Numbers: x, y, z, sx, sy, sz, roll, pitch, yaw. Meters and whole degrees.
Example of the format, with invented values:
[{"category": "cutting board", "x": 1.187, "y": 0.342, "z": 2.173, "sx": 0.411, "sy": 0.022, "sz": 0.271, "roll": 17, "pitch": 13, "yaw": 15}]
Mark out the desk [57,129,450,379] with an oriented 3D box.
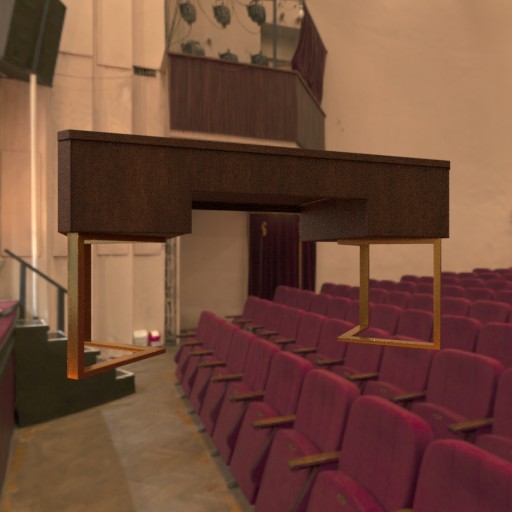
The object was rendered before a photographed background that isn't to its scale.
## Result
[{"category": "desk", "x": 0.000, "y": 0.000, "z": 1.875, "sx": 1.479, "sy": 0.762, "sz": 0.684, "roll": 0, "pitch": 0, "yaw": -18}]
